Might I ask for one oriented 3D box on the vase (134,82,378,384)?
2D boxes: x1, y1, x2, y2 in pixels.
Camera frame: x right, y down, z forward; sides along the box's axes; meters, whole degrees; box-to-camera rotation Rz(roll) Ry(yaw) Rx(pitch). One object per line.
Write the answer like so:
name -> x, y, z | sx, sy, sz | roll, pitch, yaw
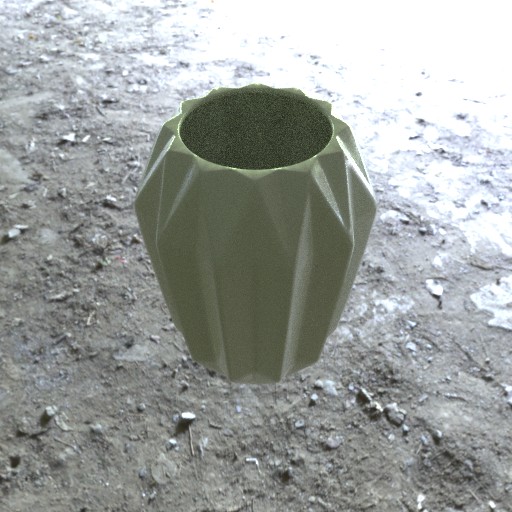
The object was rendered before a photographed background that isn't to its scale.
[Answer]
vase -> 0.000, 0.000, 0.417 | 0.195, 0.275, 0.195 | 0, 46, 0
